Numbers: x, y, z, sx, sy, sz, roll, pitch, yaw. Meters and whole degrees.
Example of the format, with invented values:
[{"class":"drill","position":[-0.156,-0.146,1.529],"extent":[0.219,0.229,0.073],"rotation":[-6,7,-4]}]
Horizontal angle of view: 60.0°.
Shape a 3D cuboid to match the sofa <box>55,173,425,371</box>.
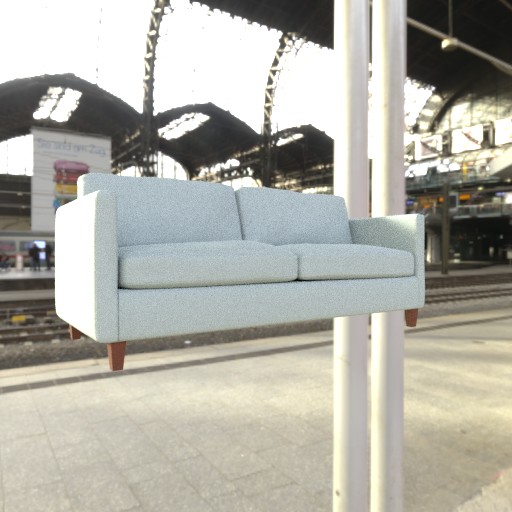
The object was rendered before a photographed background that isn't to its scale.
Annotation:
[{"class":"sofa","position":[0.000,0.000,2.797],"extent":[2.208,0.965,0.951],"rotation":[0,1,-34]}]
